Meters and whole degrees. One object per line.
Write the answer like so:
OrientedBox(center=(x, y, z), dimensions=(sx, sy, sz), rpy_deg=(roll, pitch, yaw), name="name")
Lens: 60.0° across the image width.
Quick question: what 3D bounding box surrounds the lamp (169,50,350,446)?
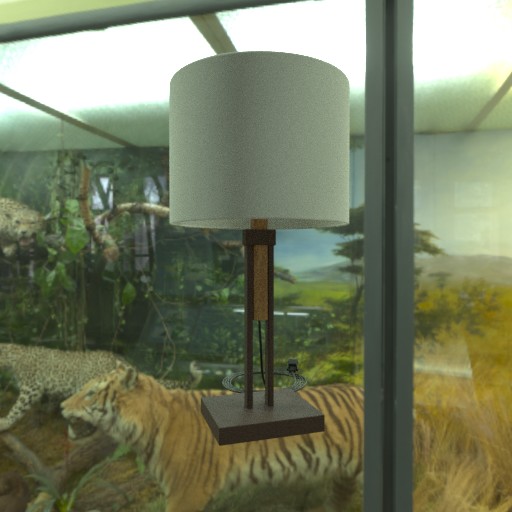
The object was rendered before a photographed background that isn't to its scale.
OrientedBox(center=(0.000, 0.000, 0.981), dimensions=(0.396, 0.668, 0.525), rpy_deg=(0, 1, -18), name="lamp")
